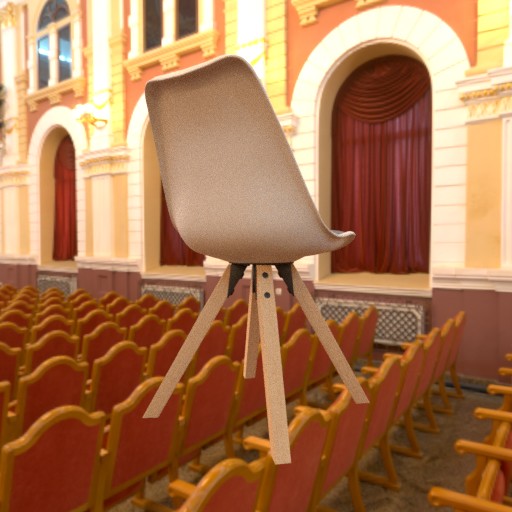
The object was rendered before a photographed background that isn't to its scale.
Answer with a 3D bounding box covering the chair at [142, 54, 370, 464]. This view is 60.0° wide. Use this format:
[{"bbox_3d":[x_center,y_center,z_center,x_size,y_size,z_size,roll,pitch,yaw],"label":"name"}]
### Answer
[{"bbox_3d":[0.000,0.000,1.196,0.485,0.850,0.550,1,2,36],"label":"chair"}]
